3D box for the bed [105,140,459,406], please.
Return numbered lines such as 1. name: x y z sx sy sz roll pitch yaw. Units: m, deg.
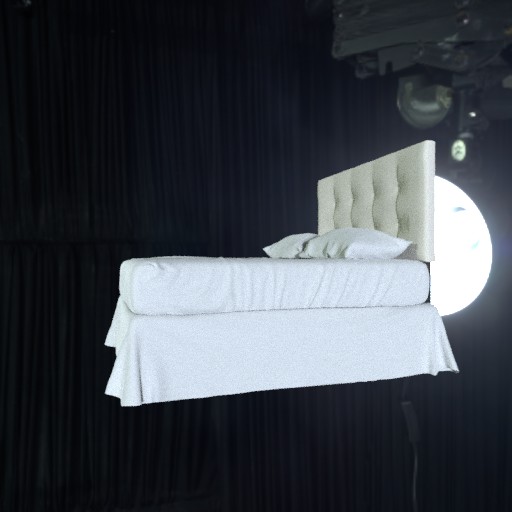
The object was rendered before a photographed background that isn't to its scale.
1. bed: 0.000 0.000 3.446 2.222 1.577 1.936 0 -1 -19
